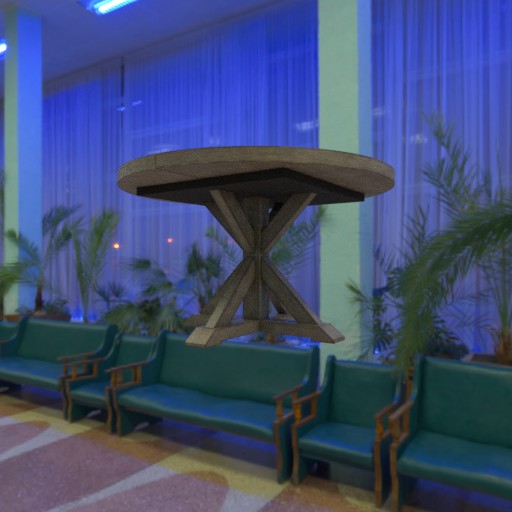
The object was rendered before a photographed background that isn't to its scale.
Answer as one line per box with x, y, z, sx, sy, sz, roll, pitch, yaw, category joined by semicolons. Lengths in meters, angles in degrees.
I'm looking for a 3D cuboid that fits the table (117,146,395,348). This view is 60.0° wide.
0.000;0.000;2.269;1.363;0.781;1.363;0;-1;0;table
